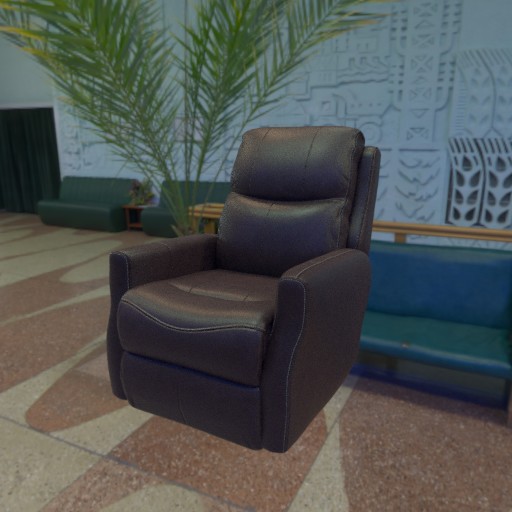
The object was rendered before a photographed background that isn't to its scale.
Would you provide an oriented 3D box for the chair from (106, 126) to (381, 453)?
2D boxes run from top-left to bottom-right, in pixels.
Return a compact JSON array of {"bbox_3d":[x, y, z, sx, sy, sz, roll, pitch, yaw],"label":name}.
[{"bbox_3d":[0.000,0.000,1.784,0.829,1.030,1.080,7,16,27],"label":"chair"}]
